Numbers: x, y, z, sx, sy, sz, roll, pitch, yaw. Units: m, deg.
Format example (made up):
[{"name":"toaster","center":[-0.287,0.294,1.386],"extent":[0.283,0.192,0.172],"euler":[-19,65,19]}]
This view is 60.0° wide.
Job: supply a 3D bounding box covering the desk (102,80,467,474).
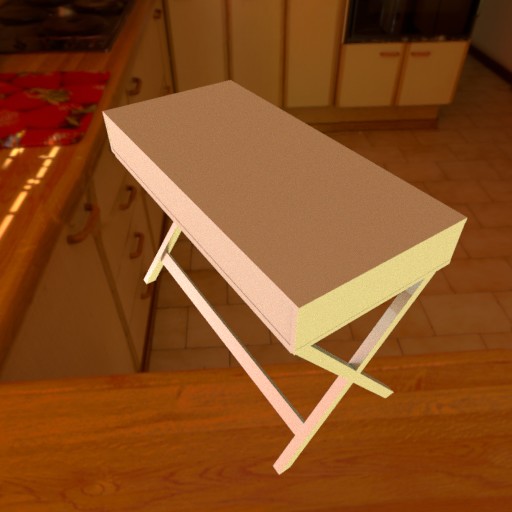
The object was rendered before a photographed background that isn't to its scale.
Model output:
[{"name":"desk","center":[0.000,0.000,1.526],"extent":[0.525,0.780,1.057],"euler":[-24,47,-25]}]
